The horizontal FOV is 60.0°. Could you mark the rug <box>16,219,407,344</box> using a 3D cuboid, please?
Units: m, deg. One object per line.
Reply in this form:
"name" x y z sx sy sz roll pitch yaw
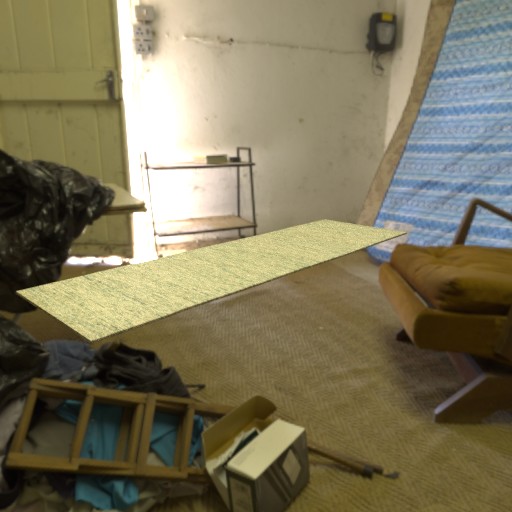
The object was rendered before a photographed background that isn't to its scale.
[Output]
"rug" 0.000 0.000 2.484 0.700 0.014 2.290 14 21 42
